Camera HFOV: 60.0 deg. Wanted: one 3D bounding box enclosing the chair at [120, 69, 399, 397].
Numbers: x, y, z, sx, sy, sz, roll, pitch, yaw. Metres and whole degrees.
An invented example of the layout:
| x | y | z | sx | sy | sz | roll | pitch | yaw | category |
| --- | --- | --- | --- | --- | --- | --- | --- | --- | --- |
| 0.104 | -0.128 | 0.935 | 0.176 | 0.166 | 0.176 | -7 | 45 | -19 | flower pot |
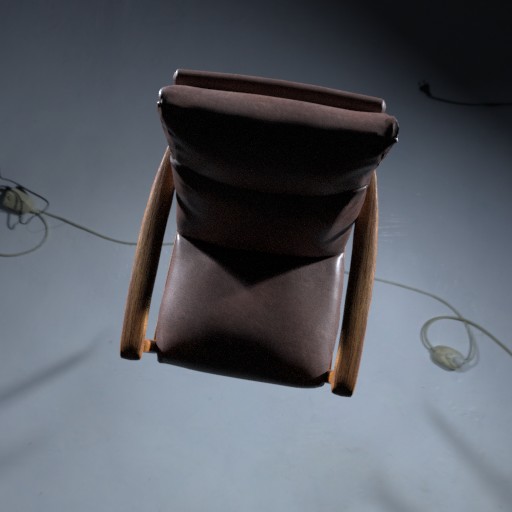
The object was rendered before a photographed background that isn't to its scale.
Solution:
| x | y | z | sx | sy | sz | roll | pitch | yaw | category |
| --- | --- | --- | --- | --- | --- | --- | --- | --- | --- |
| 0.000 | 0.000 | 1.499 | 0.782 | 0.897 | 0.830 | 9 | 78 | 2 | chair |
